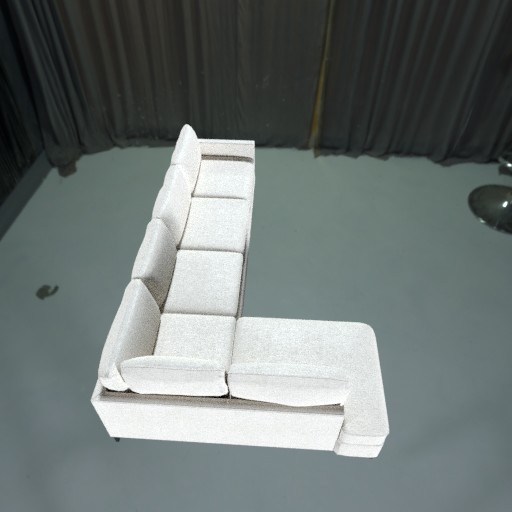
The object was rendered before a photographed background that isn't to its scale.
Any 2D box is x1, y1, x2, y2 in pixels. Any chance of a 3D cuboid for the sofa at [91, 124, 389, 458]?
[{"bbox_3d":[0.000,0.000,4.258,2.048,0.996,3.384,3,46,2],"label":"sofa"}]
